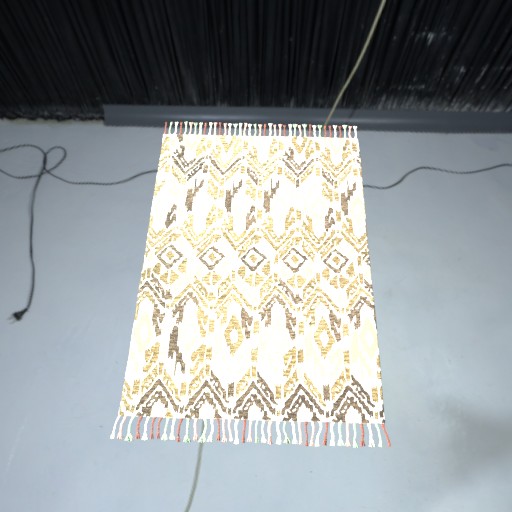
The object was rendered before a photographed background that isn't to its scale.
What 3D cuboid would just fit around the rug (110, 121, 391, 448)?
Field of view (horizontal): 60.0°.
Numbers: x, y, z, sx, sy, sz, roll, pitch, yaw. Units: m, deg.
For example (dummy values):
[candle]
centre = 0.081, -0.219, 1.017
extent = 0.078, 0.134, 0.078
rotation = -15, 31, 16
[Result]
[rug]
centre = 0.000, 0.000, 2.326
extent = 1.219, 0.008, 1.829
rotation = 1, 64, 1
